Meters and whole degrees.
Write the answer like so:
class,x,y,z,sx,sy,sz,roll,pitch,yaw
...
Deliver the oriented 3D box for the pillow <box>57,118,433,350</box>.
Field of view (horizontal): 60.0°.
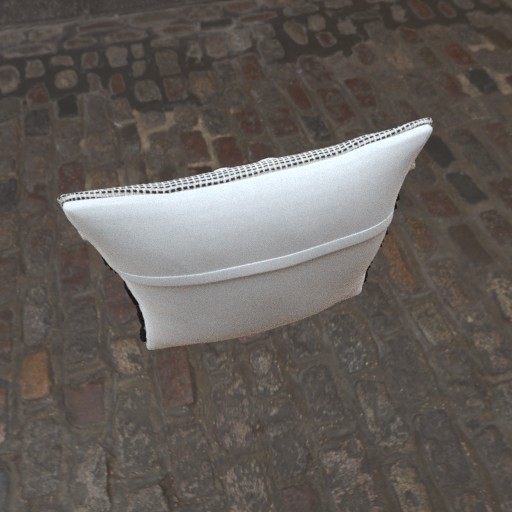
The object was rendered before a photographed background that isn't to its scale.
class,x,y,z,sx,sy,sz,roll,pitch,yaw
pillow,0.000,0.000,0.676,0.436,0.438,0.156,-14,59,-8
